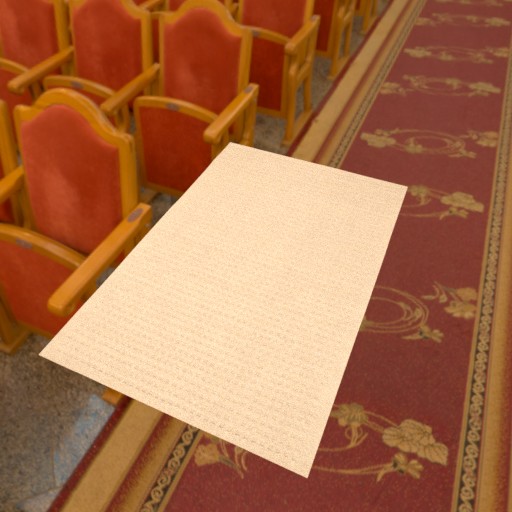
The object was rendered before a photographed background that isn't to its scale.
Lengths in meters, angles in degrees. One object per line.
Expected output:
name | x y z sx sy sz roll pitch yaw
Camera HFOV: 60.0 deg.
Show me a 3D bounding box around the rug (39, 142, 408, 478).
rug | 0.000 0.000 2.880 1.523 0.006 2.289 18 49 16
